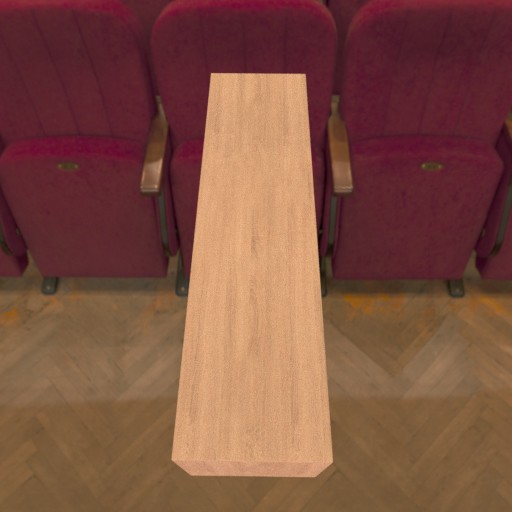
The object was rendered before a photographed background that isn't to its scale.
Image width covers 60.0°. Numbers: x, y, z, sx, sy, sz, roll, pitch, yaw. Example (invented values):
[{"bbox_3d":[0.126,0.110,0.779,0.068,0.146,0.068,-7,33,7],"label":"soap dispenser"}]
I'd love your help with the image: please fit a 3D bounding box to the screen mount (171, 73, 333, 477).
[{"bbox_3d":[0.000,0.000,1.704,0.400,0.510,1.500,1,59,0],"label":"screen mount"}]
